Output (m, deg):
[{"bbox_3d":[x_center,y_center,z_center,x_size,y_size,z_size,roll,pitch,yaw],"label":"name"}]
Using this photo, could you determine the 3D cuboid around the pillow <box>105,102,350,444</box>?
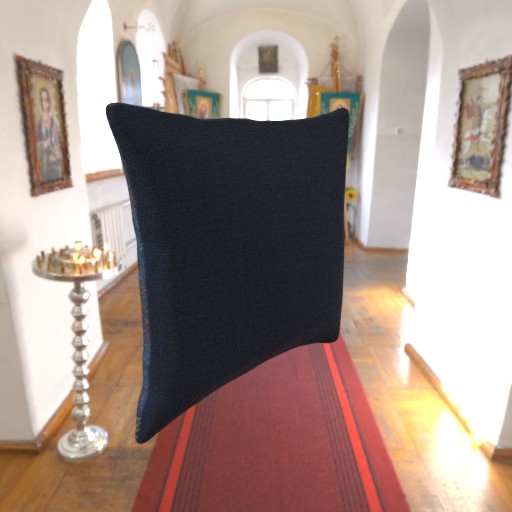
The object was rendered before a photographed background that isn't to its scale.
[{"bbox_3d":[0.000,0.000,0.659,0.431,0.431,0.141,-15,22,-42],"label":"pillow"}]
